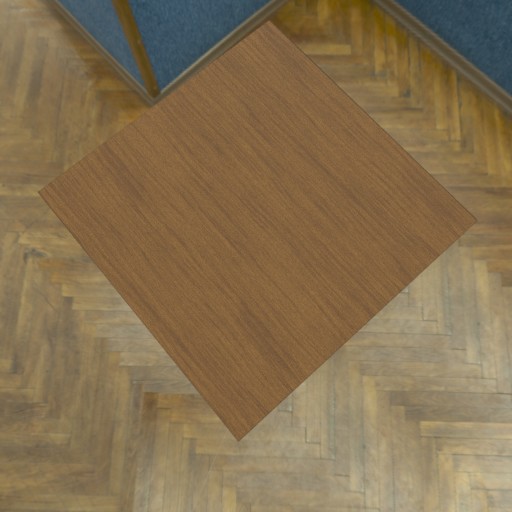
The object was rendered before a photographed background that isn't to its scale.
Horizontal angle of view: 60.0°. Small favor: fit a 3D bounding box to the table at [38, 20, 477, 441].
[{"bbox_3d":[0.000,0.000,0.827,0.398,0.540,0.397,-40,80,-9],"label":"table"}]
